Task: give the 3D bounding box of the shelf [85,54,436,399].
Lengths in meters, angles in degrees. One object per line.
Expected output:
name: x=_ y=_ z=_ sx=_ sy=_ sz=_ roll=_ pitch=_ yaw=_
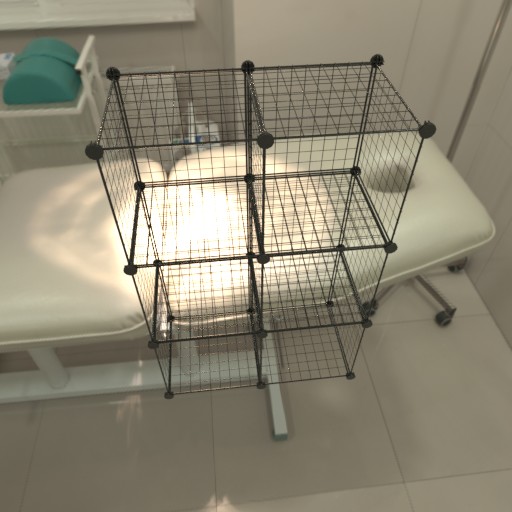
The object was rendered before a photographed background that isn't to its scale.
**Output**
shelf: x=0.000 y=0.000 z=1.387 sx=0.711 sy=1.067 sz=0.356 roll=-5 pitch=46 yaw=-5
